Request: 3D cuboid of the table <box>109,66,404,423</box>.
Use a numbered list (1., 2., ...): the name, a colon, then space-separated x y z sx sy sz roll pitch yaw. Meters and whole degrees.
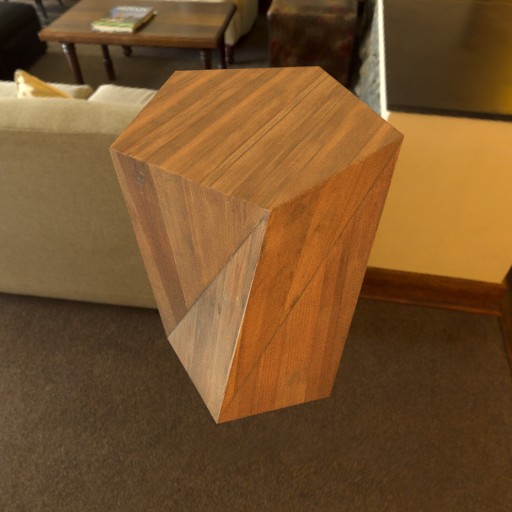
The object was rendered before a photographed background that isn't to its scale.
1. table: 0.000 0.000 0.890 0.425 0.604 0.441 -30 53 -26
